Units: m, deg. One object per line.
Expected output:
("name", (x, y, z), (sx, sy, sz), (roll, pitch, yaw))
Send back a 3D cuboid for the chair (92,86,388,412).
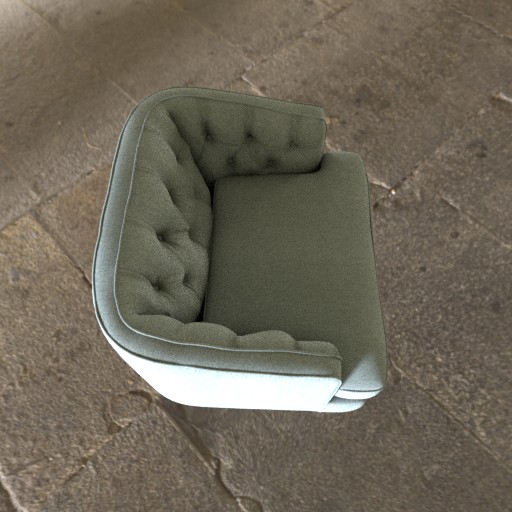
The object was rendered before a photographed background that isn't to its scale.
("chair", (0.000, 0.000, 1.746), (0.945, 0.852, 1.094), (1, 63, 1))
